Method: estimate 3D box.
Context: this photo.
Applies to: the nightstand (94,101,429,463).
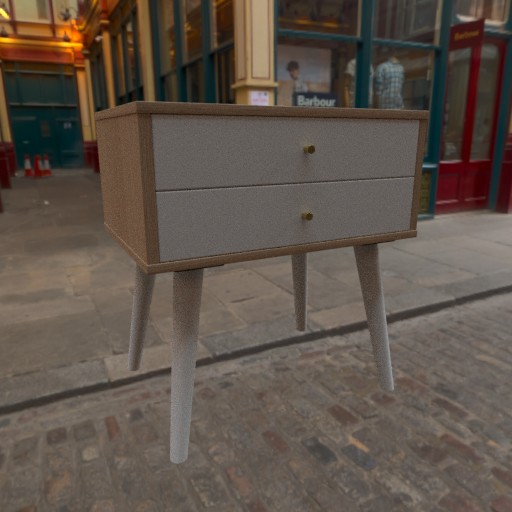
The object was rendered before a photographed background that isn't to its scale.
[{"bbox_3d":[0.000,0.000,0.984,0.571,0.610,0.407,-8,17,-26],"label":"nightstand"}]
